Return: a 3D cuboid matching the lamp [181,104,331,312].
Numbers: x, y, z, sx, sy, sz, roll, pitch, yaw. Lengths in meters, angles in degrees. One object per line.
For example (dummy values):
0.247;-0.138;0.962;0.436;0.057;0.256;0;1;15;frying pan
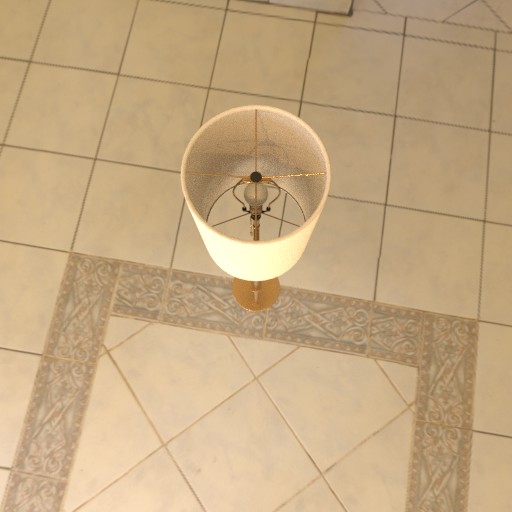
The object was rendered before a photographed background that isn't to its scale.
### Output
0.000;0.000;1.628;0.305;1.500;0.306;0;77;0;lamp
